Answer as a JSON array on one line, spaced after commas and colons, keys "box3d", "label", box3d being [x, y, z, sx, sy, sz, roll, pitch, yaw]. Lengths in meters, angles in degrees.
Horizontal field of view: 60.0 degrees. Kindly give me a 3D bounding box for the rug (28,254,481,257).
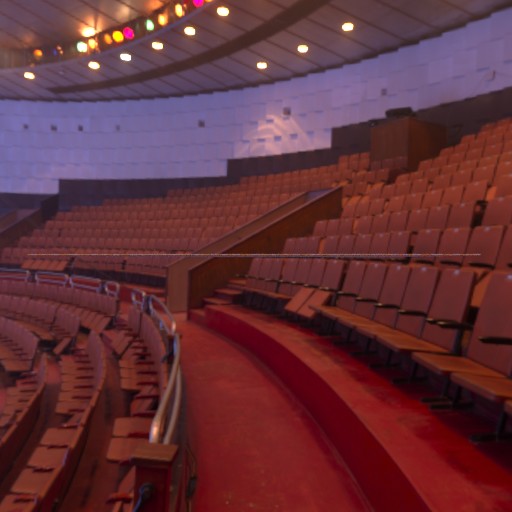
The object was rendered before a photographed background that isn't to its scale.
[{"box3d": [0.000, 0.000, 4.175, 3.037, 0.011, 2.433, 0, 0, 1], "label": "rug"}]
